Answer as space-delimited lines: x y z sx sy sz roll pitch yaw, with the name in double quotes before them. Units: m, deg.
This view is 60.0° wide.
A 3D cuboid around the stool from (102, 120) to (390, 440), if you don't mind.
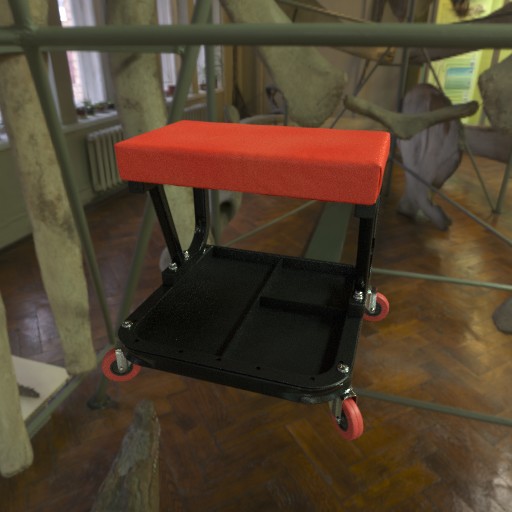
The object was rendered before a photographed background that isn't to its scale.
"stool" 0.000 0.000 0.728 0.446 0.380 0.371 8 27 16
